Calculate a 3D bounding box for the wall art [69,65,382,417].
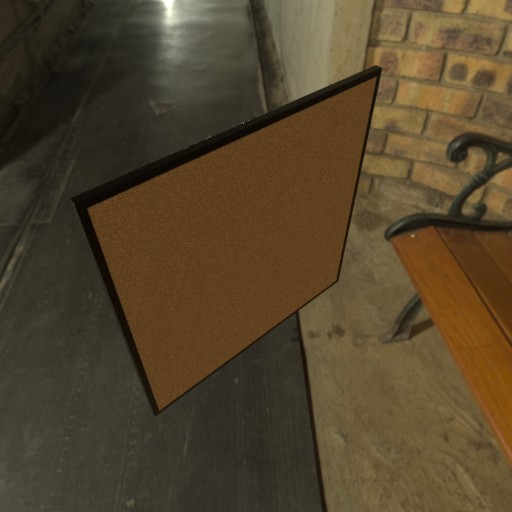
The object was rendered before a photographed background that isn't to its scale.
[{"bbox_3d":[0.000,0.000,0.684,0.457,0.458,0.012,-32,54,-27],"label":"wall art"}]
